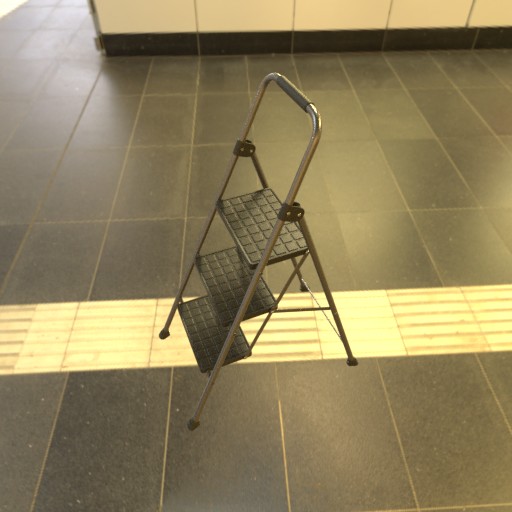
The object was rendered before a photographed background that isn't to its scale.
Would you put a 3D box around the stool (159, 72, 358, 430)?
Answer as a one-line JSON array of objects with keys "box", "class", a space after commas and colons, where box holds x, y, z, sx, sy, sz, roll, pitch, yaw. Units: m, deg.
[{"box": [0.000, 0.000, 1.486, 0.733, 1.121, 0.473, -17, 48, -16], "class": "stool"}]
